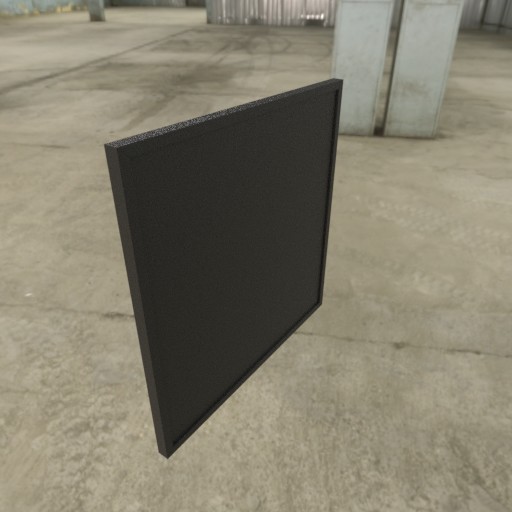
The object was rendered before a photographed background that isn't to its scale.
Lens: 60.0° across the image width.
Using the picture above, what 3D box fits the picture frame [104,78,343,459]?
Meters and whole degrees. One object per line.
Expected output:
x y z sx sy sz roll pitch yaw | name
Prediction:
0.000 0.000 1.162 0.032 0.775 0.775 21 36 31 | picture frame
